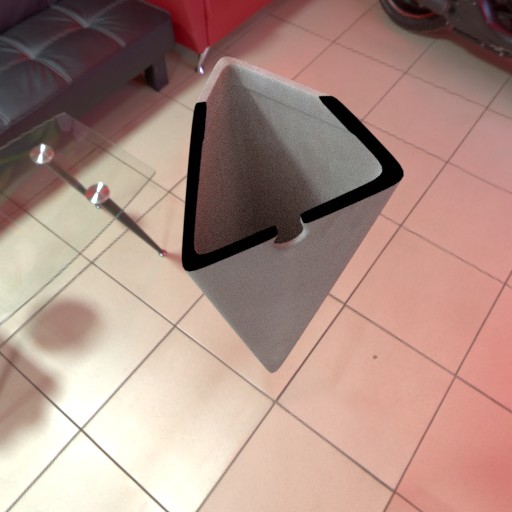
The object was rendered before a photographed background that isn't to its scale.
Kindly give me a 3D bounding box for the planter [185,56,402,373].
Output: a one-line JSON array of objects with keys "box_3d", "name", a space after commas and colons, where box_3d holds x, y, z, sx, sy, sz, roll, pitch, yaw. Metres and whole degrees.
[{"box_3d": [0.000, 0.000, 0.152, 0.058, 0.130, 0.047, -17, 61, -10], "name": "planter"}]
